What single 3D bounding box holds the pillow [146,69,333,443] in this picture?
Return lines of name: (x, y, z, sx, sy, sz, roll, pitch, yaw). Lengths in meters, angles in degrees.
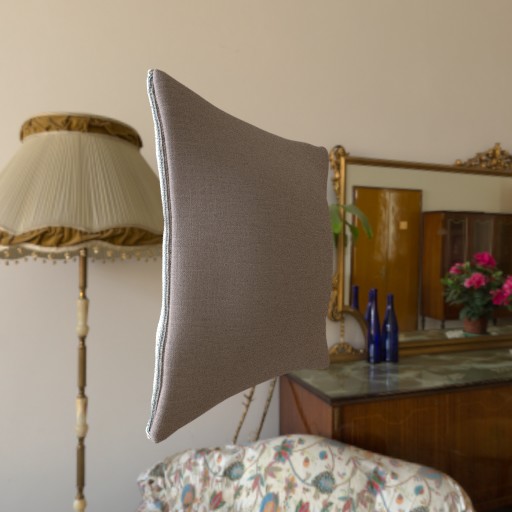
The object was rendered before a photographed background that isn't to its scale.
pillow: (0.000, 0.000, 0.668, 0.189, 0.416, 0.435, 0, -1, 35)
